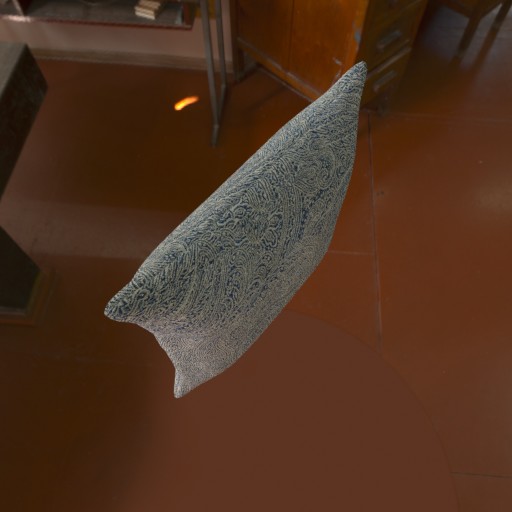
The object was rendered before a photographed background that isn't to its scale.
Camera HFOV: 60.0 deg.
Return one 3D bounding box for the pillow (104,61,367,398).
[{"bbox_3d":[0.000,0.000,0.792,0.166,0.510,0.523,35,67,17],"label":"pillow"}]
